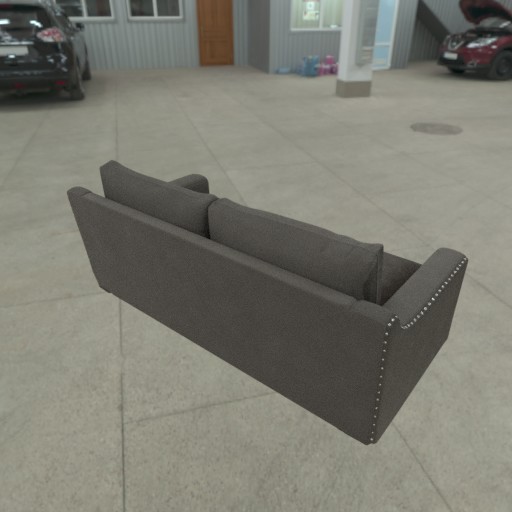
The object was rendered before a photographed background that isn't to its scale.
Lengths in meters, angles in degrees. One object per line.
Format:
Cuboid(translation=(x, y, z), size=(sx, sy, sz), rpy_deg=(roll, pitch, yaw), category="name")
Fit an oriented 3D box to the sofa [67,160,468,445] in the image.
Cuboid(translation=(0.000, 0.000, 3.218), size=(2.550, 1.196, 1.336), rpy_deg=(22, 36, 33), category="sofa")
